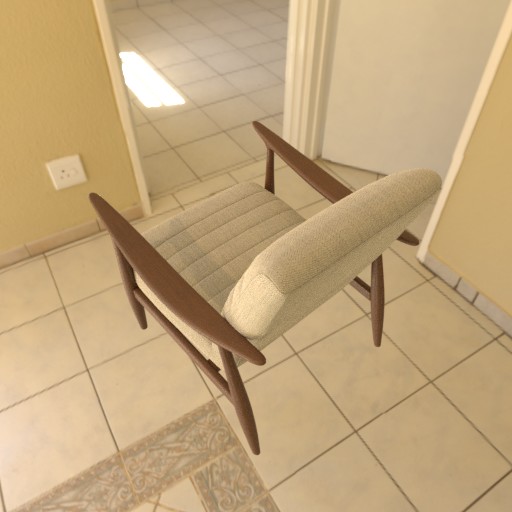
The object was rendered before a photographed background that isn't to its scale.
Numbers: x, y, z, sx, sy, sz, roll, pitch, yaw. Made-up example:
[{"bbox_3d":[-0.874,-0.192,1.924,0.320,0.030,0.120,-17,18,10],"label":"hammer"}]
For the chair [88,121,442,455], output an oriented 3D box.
[{"bbox_3d":[0.000,0.000,1.442,0.741,0.832,0.798,-32,54,-27],"label":"chair"}]
